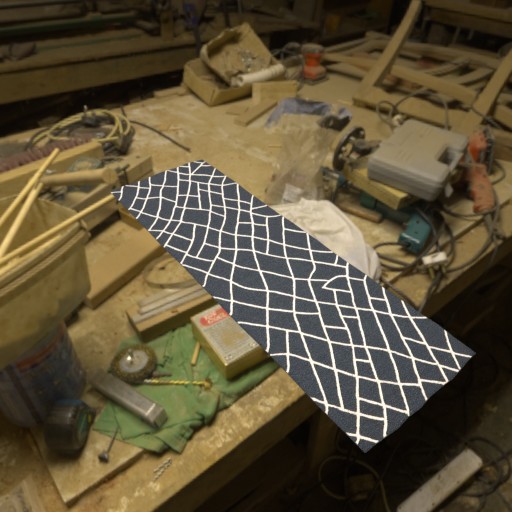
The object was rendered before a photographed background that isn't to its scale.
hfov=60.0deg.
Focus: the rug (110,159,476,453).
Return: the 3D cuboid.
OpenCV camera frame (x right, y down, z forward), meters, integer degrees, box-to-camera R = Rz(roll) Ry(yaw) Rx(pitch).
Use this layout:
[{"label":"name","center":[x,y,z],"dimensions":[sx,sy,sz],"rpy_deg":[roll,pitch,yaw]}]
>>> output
[{"label":"rug","center":[0.000,0.000,2.689],"dimensions":[0.807,0.010,2.476],"rpy_deg":[-27,47,-28]}]
